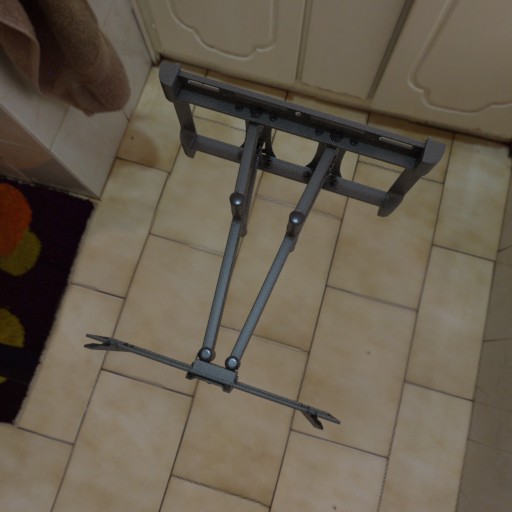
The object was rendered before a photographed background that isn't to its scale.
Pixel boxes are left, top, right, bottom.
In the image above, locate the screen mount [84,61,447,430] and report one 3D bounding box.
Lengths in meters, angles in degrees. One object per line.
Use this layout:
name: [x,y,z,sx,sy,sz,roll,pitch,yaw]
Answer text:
screen mount: [0.000,0.000,0.958,0.571,0.424,0.556,18,77,4]
